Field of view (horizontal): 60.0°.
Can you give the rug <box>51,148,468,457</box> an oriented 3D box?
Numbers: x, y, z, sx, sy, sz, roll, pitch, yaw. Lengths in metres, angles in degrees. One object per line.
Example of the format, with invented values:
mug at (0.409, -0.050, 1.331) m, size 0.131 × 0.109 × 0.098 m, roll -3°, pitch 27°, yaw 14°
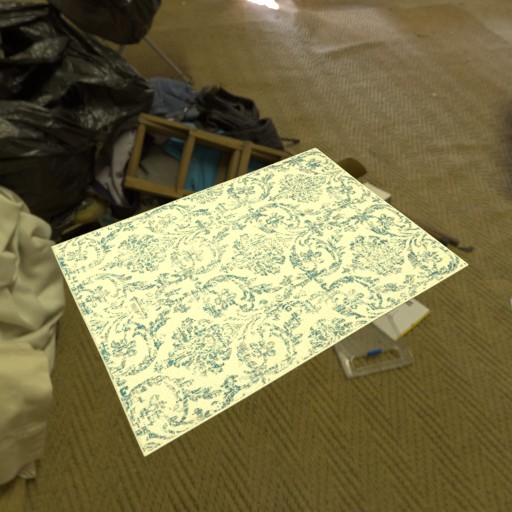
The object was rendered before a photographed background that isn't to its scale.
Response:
rug at (0.000, 0.000, 2.867) m, size 2.197 × 0.014 × 1.586 m, roll -25°, pitch 51°, yaw -22°
